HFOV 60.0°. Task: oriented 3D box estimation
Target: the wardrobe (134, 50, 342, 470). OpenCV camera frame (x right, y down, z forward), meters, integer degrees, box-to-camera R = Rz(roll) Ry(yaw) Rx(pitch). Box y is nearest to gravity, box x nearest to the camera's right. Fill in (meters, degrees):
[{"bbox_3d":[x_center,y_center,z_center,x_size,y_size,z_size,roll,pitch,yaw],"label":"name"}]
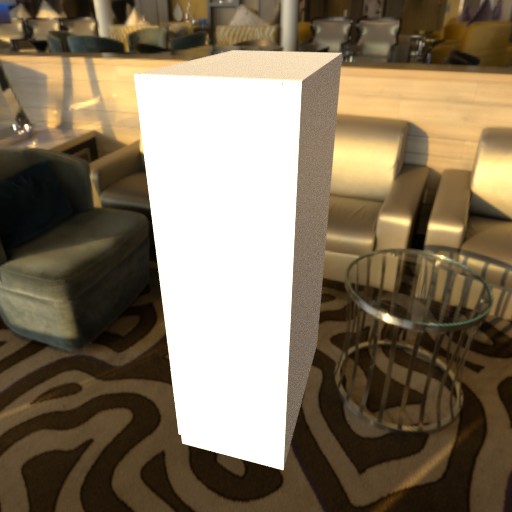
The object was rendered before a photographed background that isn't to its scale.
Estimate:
[{"bbox_3d":[0.000,0.000,2.240,0.577,1.808,0.991,8,30,14],"label":"wardrobe"}]
